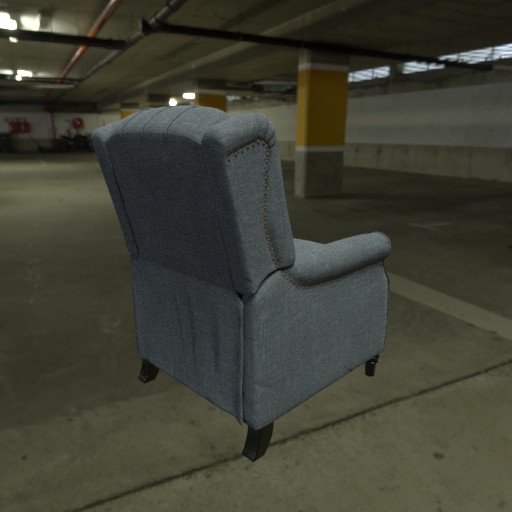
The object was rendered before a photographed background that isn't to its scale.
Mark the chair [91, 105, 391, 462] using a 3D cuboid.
[{"bbox_3d":[0.000,0.000,1.649,0.898,1.035,0.742,-15,21,-43],"label":"chair"}]
